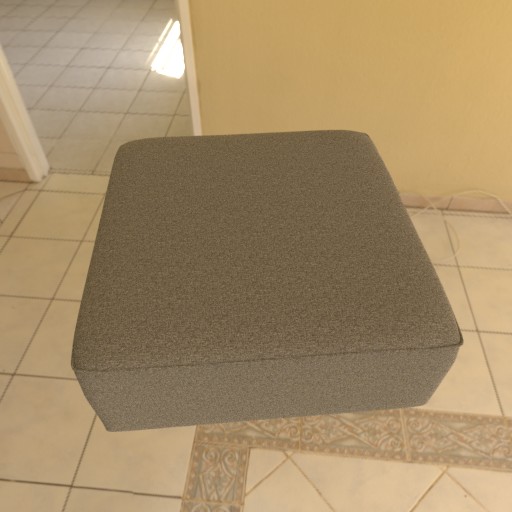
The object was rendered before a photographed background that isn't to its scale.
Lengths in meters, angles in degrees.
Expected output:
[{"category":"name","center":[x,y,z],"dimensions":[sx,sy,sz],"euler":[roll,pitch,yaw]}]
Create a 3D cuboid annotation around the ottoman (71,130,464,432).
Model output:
[{"category":"ottoman","center":[0.000,0.000,1.555],"dimensions":[1.005,0.464,1.015],"euler":[-3,47,-3]}]
